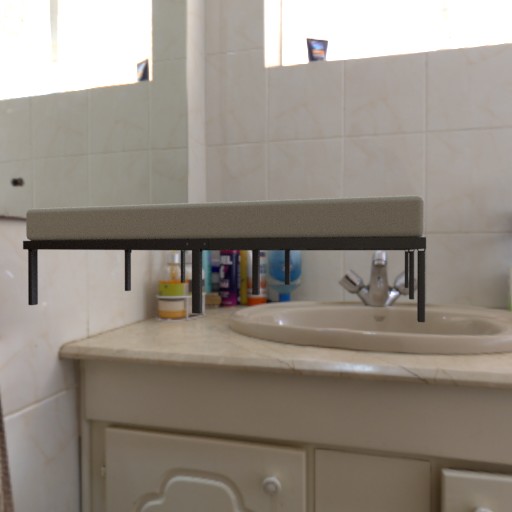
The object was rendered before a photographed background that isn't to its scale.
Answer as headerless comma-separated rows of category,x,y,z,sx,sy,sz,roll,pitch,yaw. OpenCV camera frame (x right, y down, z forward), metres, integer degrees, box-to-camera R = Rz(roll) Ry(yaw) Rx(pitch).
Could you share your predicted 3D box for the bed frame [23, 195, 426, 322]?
bed frame,0.000,0.000,3.902,2.635,0.680,2.526,0,1,17
